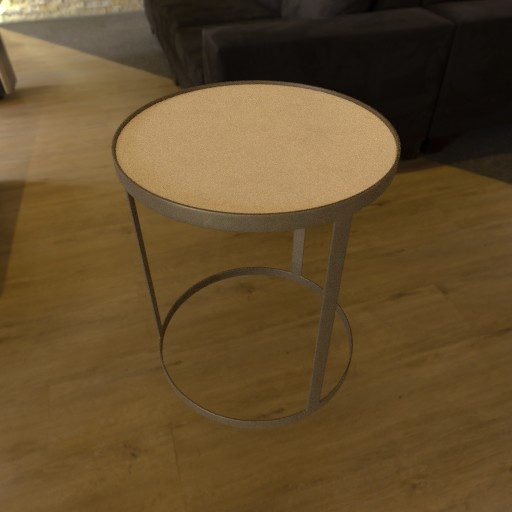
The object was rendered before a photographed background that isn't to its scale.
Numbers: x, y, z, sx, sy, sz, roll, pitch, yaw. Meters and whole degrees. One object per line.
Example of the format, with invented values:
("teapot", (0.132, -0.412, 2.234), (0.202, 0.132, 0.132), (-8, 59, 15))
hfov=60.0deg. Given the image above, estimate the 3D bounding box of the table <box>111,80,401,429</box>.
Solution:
("table", (0.000, 0.000, 0.943), (0.480, 0.565, 0.480), (0, 41, 0))
